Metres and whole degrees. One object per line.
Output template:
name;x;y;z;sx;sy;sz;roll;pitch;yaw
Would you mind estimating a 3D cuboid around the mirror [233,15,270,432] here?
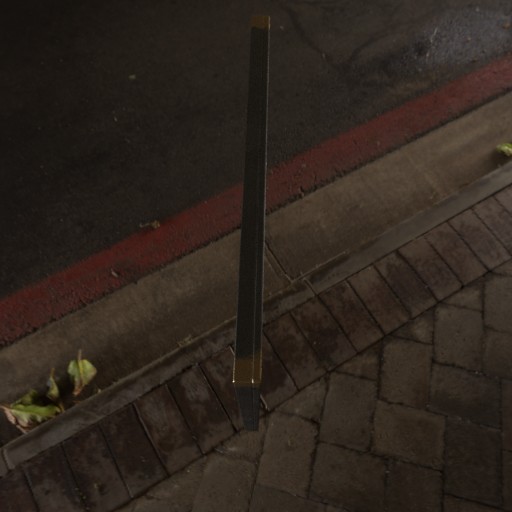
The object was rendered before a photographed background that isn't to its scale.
mirror;0.000;0.000;0.556;0.020;0.381;0.382;2;64;1
